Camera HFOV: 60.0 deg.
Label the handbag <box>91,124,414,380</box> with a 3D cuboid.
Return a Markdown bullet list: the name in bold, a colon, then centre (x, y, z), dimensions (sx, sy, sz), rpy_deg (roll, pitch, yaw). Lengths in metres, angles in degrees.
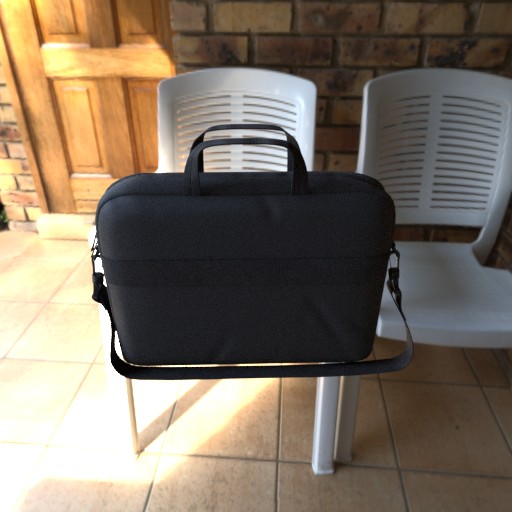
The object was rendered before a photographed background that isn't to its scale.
- **handbag**: centre (0.000, 0.000, 0.431), dimensions (0.320, 0.244, 0.089), rpy_deg (-1, 31, -1)
